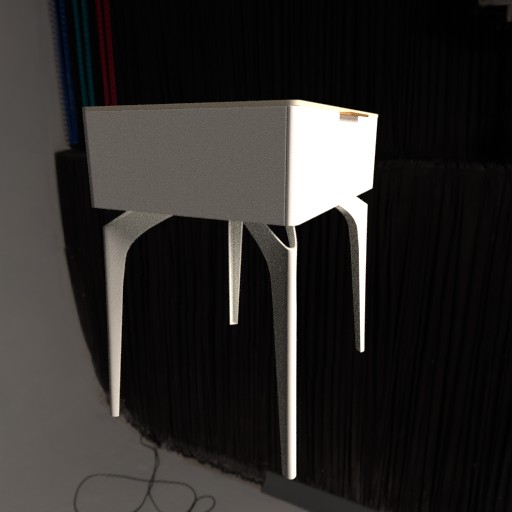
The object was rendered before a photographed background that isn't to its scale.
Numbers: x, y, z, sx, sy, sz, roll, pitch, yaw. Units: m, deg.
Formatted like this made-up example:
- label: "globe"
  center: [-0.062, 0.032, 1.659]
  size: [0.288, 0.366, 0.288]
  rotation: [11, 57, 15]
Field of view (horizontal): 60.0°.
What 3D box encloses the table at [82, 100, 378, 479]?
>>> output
- label: "table"
  center: [0.000, 0.000, 0.919]
  size: [0.400, 0.570, 0.500]
  rotation: [7, 17, 25]
